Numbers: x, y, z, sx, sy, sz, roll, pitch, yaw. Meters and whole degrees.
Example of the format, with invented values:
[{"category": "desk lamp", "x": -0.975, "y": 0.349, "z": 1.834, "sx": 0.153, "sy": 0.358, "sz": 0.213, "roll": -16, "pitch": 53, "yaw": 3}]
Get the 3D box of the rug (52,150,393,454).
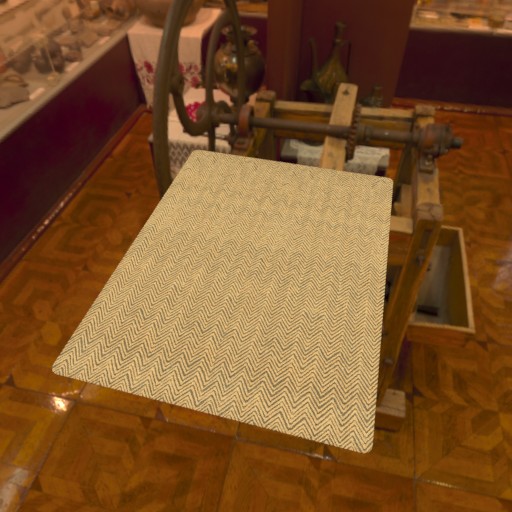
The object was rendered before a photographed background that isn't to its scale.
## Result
[{"category": "rug", "x": 0.000, "y": 0.000, "z": 4.253, "sx": 2.439, "sy": 0.014, "sz": 3.207, "roll": 11, "pitch": 47, "yaw": 10}]
